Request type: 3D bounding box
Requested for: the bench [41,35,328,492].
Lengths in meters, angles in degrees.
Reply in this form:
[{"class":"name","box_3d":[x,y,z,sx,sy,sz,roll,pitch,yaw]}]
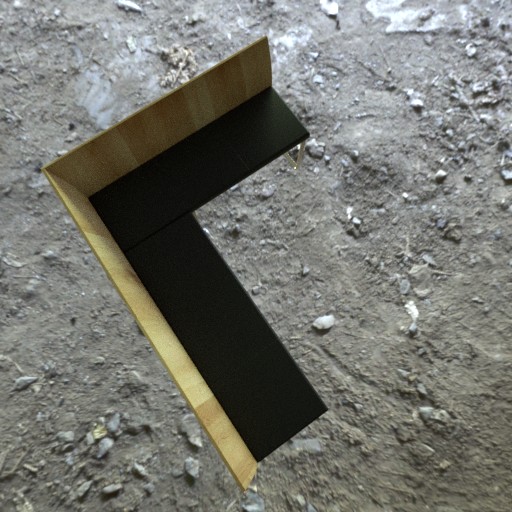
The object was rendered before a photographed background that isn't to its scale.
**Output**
[{"class":"bench","box_3d":[0.000,0.000,2.759,1.495,0.930,1.945,-34,78,-8]}]
